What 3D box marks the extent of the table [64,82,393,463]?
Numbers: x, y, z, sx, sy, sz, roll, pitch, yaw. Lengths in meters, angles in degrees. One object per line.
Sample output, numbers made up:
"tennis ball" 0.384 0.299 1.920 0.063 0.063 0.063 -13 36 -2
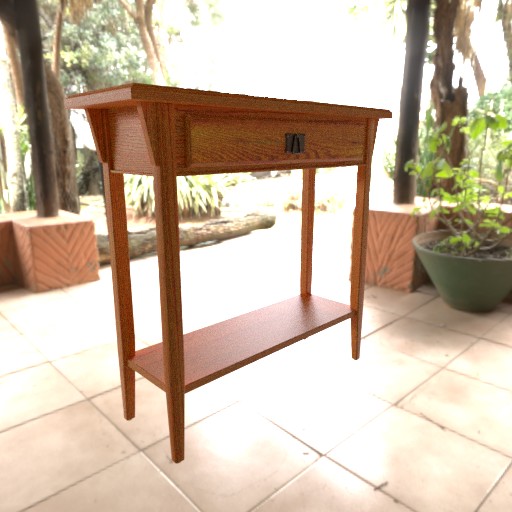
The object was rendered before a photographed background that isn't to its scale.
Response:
"table" 0.000 0.000 1.088 0.762 0.711 0.254 -13 19 -42
